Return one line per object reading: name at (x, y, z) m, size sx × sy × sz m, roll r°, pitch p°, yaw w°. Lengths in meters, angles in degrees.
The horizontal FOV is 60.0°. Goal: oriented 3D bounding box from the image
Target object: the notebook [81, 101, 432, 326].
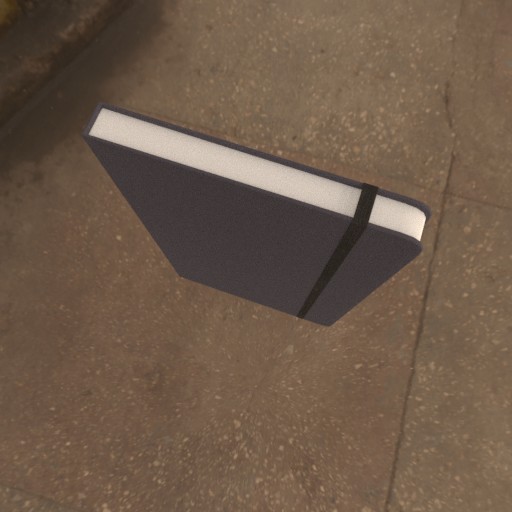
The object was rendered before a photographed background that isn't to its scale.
notebook at (0.000, 0.000, 0.256) m, size 0.127 × 0.213 × 0.016 m, roll 18°, pitch 74°, yaw 5°
